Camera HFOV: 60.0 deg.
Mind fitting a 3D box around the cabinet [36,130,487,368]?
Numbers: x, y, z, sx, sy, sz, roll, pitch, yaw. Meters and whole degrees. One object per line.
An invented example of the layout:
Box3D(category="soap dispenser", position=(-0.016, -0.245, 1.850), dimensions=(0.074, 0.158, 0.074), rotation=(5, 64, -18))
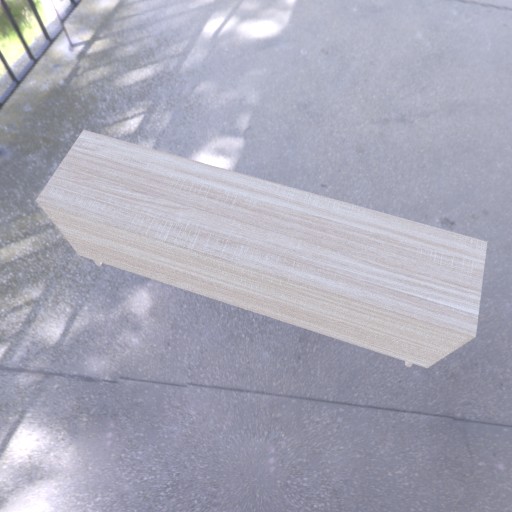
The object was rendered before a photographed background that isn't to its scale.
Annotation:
Box3D(category="cabinet", position=(0.000, 0.000, 2.550), dimensions=(2.200, 0.780, 0.500), rotation=(17, 65, 8))
